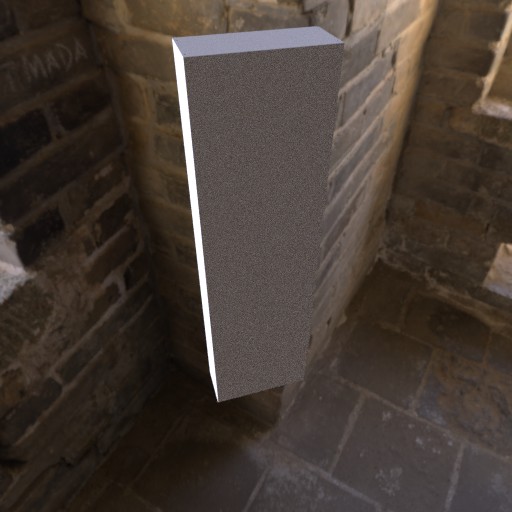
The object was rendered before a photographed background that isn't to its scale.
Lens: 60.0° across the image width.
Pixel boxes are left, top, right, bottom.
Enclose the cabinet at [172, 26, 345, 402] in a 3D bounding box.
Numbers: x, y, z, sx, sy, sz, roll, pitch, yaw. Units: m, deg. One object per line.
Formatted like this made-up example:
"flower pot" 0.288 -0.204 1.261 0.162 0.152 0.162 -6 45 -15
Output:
"cabinet" 0.000 0.000 1.974 0.500 1.790 0.230 -11 42 -13
